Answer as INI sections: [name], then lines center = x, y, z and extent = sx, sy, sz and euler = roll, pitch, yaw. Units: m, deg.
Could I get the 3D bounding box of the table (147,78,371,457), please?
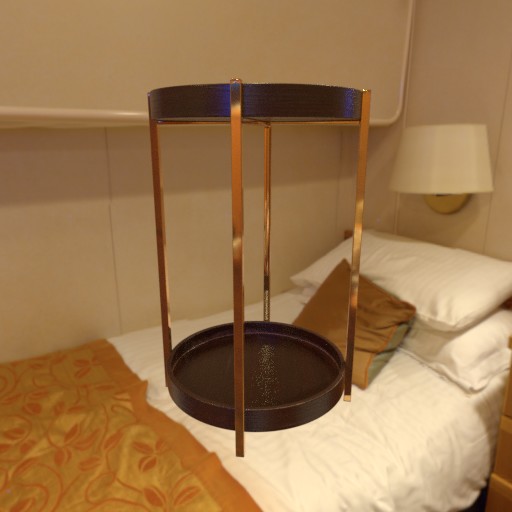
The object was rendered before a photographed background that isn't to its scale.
[table]
center = 0.000, 0.000, 0.873
extent = 0.400, 0.610, 0.400
euler = 2, 16, 8
